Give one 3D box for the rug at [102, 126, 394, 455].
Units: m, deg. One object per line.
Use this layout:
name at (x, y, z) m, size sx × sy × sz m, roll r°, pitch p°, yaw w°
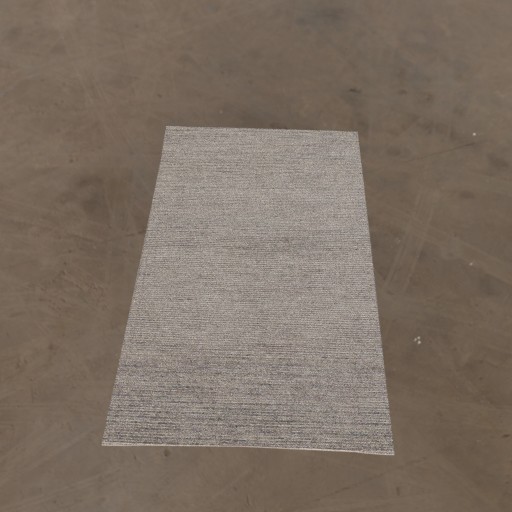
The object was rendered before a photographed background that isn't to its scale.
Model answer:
rug at (0.000, 0.000, 2.214) m, size 1.162 × 0.022 × 1.804 m, roll 2°, pitch 59°, yaw 1°
